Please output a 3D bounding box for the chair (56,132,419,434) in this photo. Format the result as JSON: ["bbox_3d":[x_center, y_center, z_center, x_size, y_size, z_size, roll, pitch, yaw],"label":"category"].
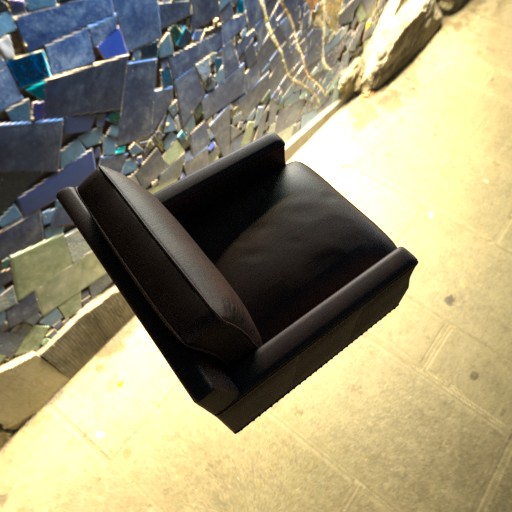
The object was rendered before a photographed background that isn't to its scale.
[{"bbox_3d":[0.000,0.000,1.711,1.014,0.929,0.853,-33,63,-19],"label":"chair"}]
